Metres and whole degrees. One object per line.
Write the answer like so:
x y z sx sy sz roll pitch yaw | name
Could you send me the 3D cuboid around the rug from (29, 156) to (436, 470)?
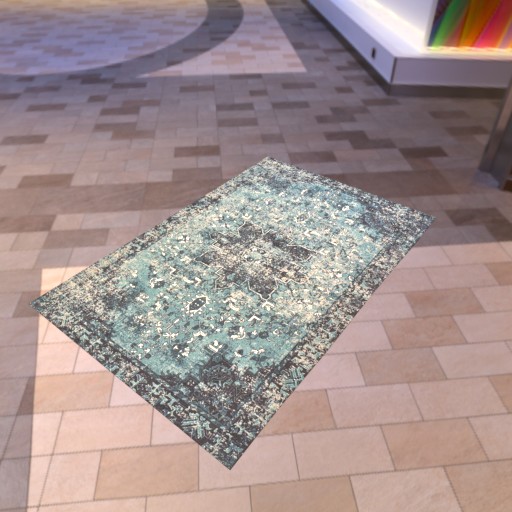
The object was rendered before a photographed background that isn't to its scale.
0.000 0.000 2.295 1.219 0.005 1.828 27 47 28 | rug
